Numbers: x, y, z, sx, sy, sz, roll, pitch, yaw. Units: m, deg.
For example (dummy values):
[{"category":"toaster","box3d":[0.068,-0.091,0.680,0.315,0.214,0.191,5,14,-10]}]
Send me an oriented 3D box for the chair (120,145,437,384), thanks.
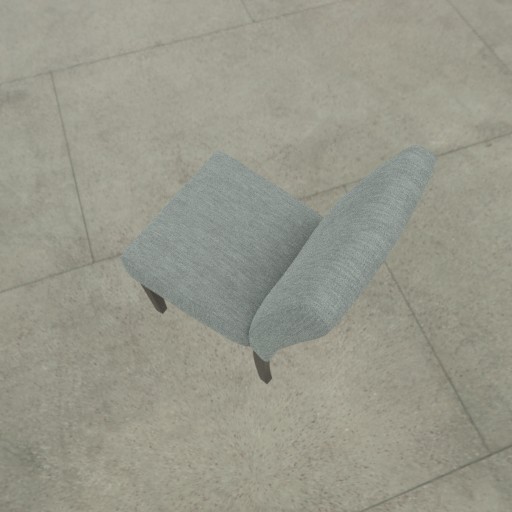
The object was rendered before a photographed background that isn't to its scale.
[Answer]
[{"category":"chair","box3d":[0.000,0.000,1.269,0.629,0.884,0.487,32,68,15]}]
